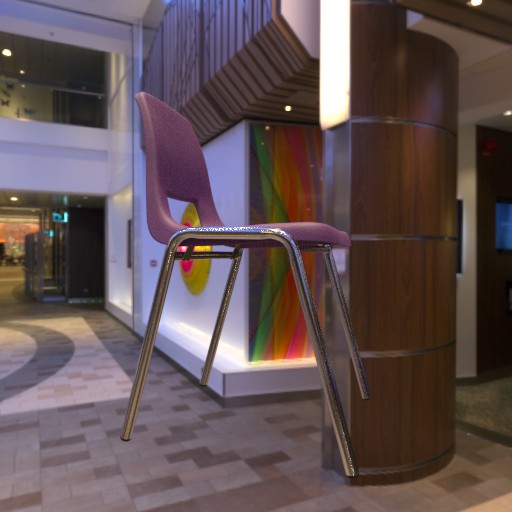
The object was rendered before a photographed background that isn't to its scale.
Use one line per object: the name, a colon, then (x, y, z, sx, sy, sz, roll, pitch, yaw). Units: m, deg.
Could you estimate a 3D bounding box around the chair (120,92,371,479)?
chair: (0.000, 0.000, 0.889, 0.432, 0.654, 0.381, 0, 0, 17)
